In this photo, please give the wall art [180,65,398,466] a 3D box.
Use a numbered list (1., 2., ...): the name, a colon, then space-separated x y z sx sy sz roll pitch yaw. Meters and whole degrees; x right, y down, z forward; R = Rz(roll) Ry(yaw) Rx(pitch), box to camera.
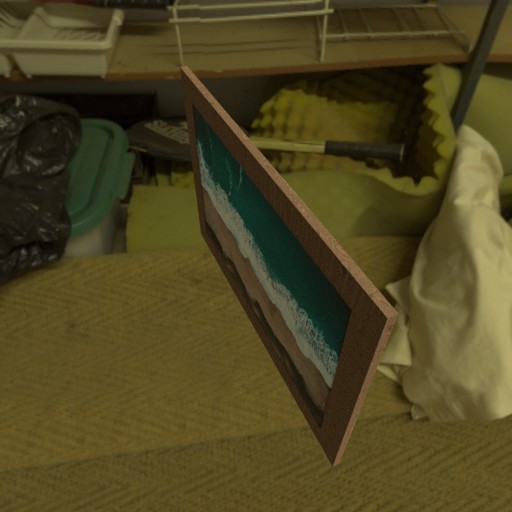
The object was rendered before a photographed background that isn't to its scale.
1. wall art: 0.000 0.000 1.150 0.019 0.626 0.917 -19 50 -17
